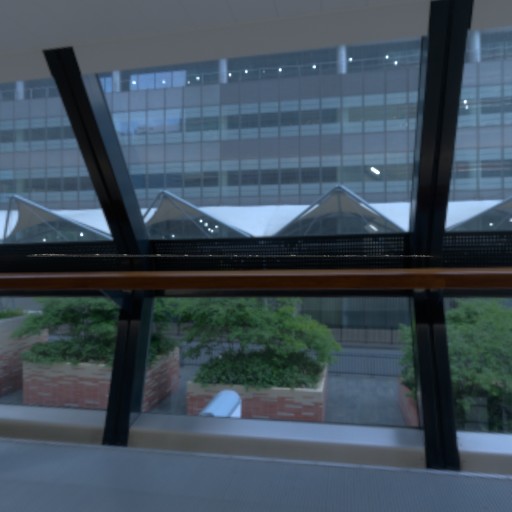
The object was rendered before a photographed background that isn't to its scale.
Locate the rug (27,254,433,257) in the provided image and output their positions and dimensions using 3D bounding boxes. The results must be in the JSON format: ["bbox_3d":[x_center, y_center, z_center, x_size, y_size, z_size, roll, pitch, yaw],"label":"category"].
[{"bbox_3d":[0.000,0.000,2.735,2.476,0.010,0.807,0,0,-34],"label":"rug"}]
